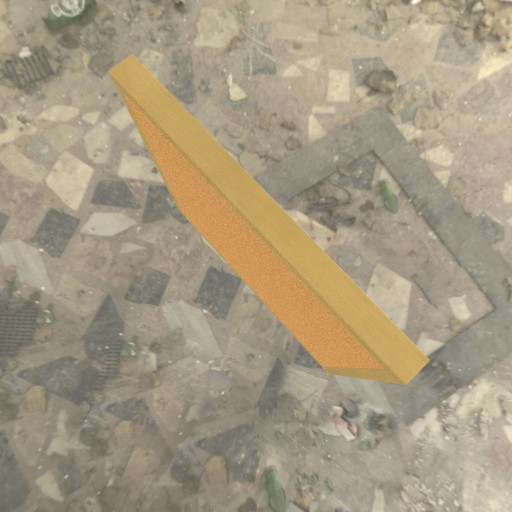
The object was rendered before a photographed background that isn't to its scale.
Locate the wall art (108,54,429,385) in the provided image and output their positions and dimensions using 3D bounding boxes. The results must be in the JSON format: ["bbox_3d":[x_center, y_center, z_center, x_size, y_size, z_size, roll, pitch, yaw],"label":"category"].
[{"bbox_3d":[0.000,0.000,0.758,0.038,0.508,0.508,-41,80,-9],"label":"wall art"}]
